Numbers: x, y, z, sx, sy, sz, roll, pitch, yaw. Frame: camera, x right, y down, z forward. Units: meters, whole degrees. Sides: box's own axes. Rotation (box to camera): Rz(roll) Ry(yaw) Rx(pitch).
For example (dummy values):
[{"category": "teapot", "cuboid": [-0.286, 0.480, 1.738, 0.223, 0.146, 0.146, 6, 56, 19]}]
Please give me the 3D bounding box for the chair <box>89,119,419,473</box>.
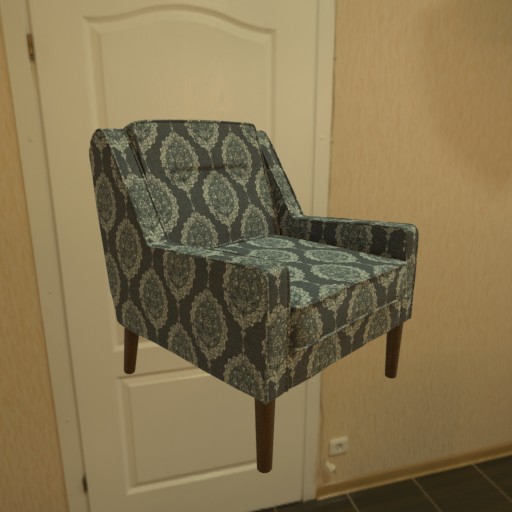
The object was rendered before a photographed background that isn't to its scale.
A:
[{"category": "chair", "cuboid": [0.000, 0.000, 1.328, 0.663, 0.792, 0.743, -15, 21, -43]}]
